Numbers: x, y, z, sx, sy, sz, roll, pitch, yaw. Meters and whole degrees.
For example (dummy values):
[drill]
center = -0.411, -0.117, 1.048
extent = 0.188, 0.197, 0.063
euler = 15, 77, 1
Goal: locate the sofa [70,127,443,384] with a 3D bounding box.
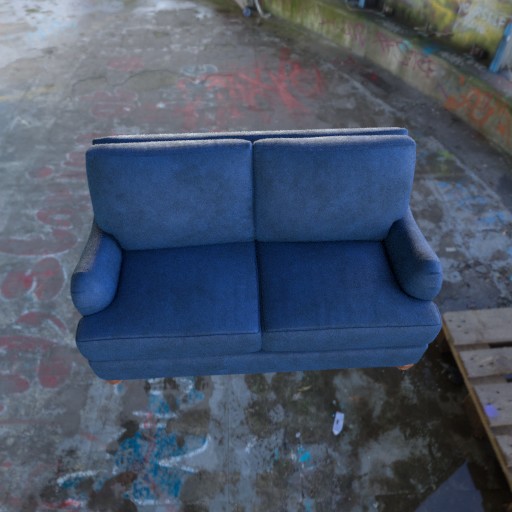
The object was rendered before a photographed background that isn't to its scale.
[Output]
[sofa]
center = 0.000, 0.000, 2.486
extent = 1.853, 1.101, 1.084
euler = -2, 47, -2
